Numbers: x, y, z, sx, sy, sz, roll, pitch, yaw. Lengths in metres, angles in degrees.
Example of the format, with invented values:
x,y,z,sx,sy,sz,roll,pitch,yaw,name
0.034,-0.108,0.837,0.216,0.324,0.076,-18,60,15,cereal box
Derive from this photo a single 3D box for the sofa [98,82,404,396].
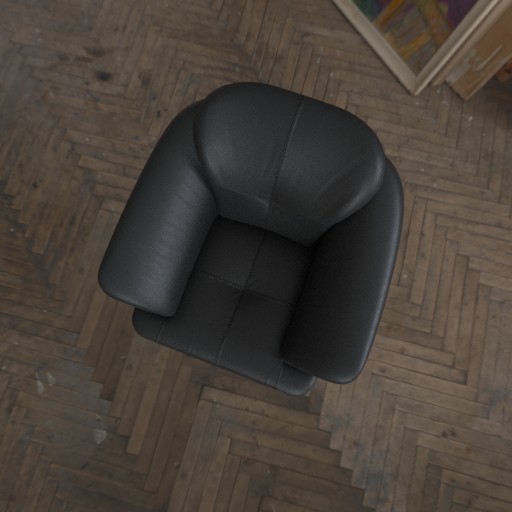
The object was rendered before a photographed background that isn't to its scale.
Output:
x,y,z,sx,sy,sz,roll,pitch,yaw,name
0.000,0.000,1.535,0.870,0.811,0.794,20,77,5,sofa
